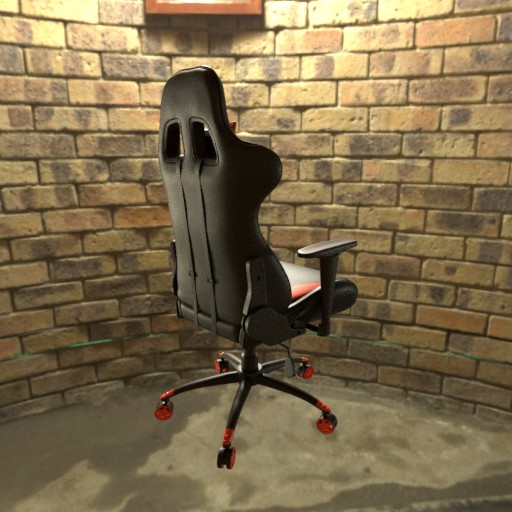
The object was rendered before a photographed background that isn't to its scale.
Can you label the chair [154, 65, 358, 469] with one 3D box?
[{"bbox_3d":[0.000,0.000,1.690,0.730,1.282,0.695,-13,20,-42],"label":"chair"}]
